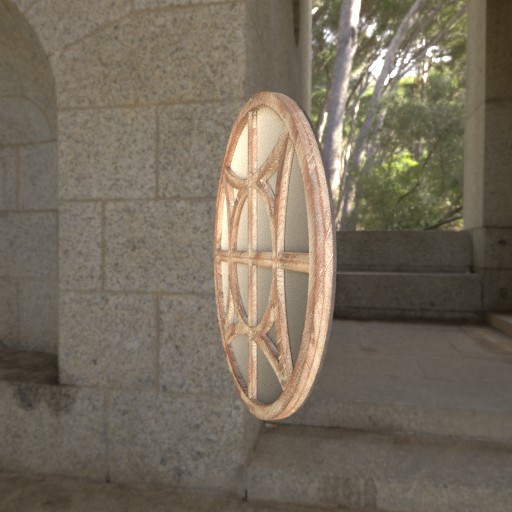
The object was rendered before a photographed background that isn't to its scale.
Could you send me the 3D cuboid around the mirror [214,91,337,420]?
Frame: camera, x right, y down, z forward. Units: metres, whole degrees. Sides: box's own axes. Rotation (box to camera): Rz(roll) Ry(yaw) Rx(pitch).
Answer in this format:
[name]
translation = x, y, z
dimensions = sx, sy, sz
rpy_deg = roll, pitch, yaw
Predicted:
[mirror]
translation = 0.000, 0.000, 1.021
dimensions = 0.038, 0.710, 0.710
rpy_deg = 0, 1, -18
